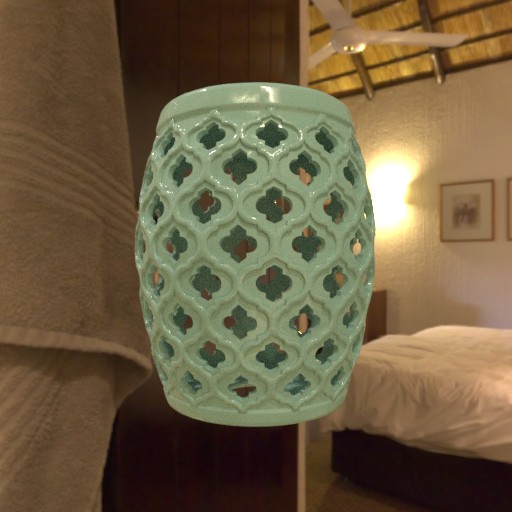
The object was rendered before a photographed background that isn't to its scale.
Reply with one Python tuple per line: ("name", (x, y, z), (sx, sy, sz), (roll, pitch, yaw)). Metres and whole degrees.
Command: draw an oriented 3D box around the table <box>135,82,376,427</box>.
("table", (0.000, 0.000, 0.619), (0.325, 0.388, 0.325), (0, -1, 0))
